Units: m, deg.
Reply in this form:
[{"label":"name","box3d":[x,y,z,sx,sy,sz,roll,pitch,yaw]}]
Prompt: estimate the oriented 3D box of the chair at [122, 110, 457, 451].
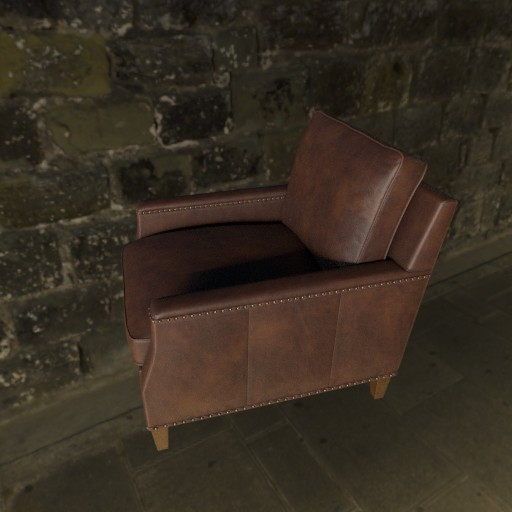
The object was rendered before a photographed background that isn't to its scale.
[{"label":"chair","box3d":[0.000,0.000,1.704,1.014,0.929,0.853,-8,30,-14]}]
